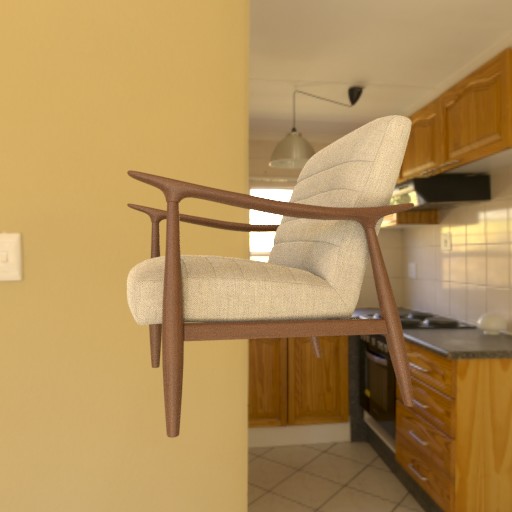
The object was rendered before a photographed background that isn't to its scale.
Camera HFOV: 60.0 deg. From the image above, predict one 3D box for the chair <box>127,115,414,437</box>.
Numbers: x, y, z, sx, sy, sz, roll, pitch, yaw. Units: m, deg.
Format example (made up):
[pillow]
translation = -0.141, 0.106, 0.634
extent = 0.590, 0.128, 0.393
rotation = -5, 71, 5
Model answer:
[chair]
translation = 0.000, 0.000, 1.426
extent = 0.798, 0.832, 0.741
rotation = 0, 0, -16
